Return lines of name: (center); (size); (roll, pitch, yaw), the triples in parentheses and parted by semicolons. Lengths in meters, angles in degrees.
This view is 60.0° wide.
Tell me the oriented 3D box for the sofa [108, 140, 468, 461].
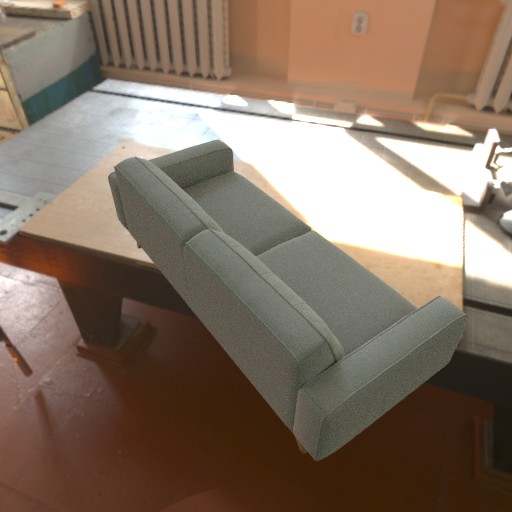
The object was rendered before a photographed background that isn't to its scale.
sofa: (0.000, 0.000, 2.715); (0.956, 0.781, 2.270); (-25, 47, -26)
